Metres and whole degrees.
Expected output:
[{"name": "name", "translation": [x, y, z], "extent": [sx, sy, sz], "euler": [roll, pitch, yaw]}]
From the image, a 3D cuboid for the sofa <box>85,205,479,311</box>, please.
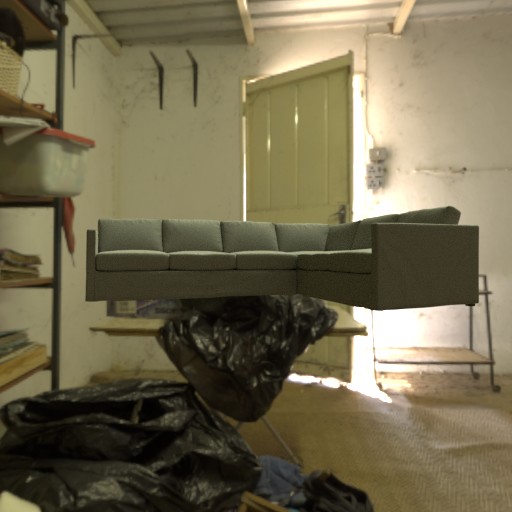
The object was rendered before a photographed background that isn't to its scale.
[{"name": "sofa", "translation": [0.000, 0.000, 4.380], "extent": [3.182, 0.871, 2.432], "euler": [0, 0, -18]}]
